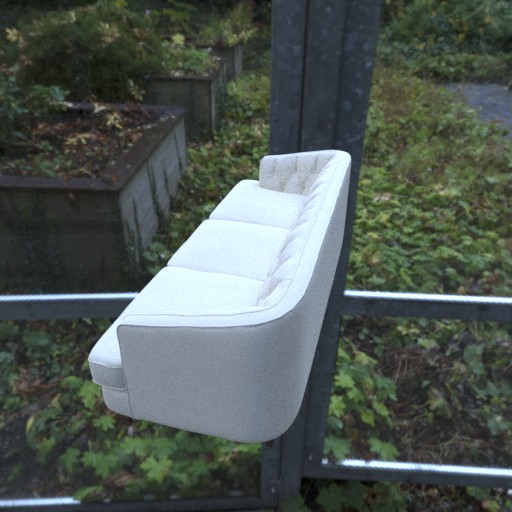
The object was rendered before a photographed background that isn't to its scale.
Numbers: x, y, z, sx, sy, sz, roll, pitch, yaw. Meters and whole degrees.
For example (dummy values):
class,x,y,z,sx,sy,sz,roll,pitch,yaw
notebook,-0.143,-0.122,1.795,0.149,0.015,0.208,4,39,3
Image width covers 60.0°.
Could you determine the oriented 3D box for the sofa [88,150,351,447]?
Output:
class,x,y,z,sx,sy,sz,roll,pitch,yaw
sofa,0.000,0.000,2.772,0.941,0.855,2.278,8,32,14
